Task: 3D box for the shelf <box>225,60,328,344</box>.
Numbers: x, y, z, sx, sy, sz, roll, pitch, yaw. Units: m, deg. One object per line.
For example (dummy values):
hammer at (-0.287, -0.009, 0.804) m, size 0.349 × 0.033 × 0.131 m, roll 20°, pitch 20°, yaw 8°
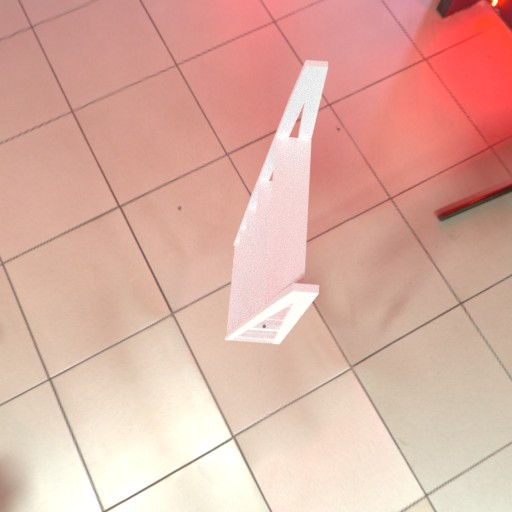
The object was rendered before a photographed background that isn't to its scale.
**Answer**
shelf at (0.000, 0.000, 1.968) m, size 0.341 × 1.779 × 0.636 m, roll 4°, pitch 75°, yaw 1°
